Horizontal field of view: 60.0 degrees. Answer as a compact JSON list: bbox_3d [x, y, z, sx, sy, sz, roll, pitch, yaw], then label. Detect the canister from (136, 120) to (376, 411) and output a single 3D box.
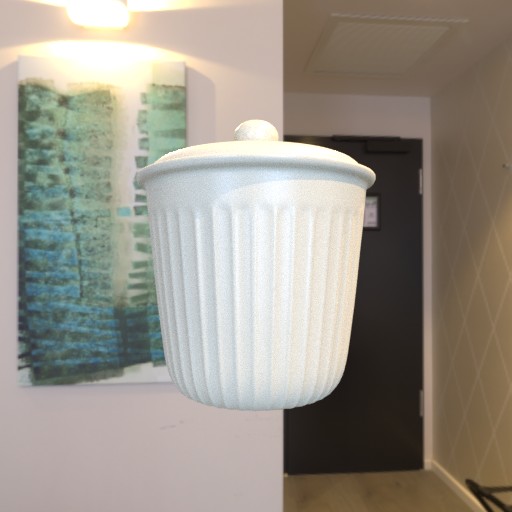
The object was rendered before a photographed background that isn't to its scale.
[{"bbox_3d":[0.000,0.000,0.347,0.181,0.211,0.181,0,-1,0],"label":"canister"}]
